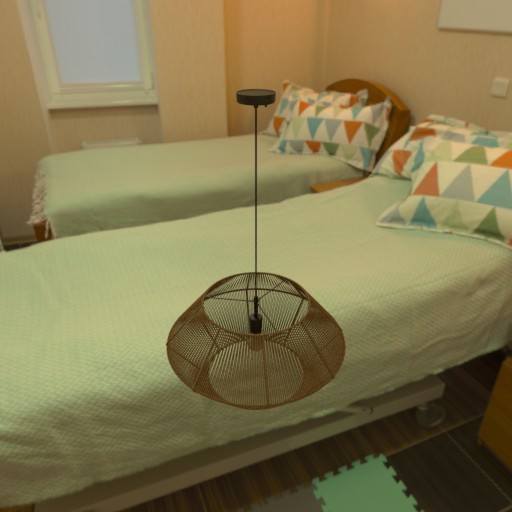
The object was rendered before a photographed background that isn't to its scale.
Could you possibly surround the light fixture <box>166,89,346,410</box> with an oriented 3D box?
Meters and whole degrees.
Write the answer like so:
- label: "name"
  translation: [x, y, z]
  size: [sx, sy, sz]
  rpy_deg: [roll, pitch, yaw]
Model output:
- label: "light fixture"
  translation: [0.000, 0.000, 1.436]
  size: [0.643, 1.009, 0.643]
  rpy_deg: [0, 29, 0]
